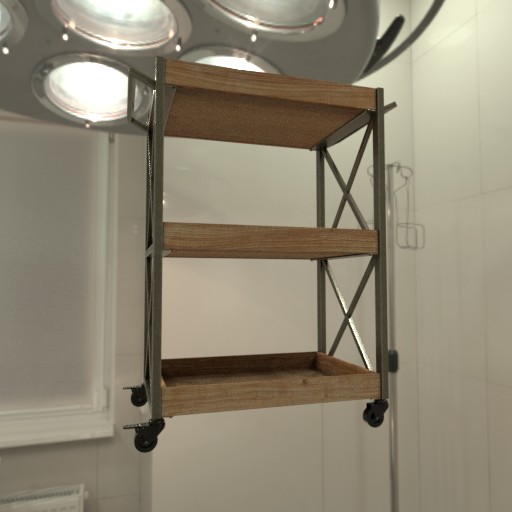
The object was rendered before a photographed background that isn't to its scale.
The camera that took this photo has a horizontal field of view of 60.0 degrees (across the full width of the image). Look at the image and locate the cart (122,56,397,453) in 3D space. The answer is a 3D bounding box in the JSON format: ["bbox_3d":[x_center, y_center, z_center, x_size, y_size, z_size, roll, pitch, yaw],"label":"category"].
[{"bbox_3d":[0.000,0.000,1.187,0.673,0.835,0.377,1,-3,-17],"label":"cart"}]
